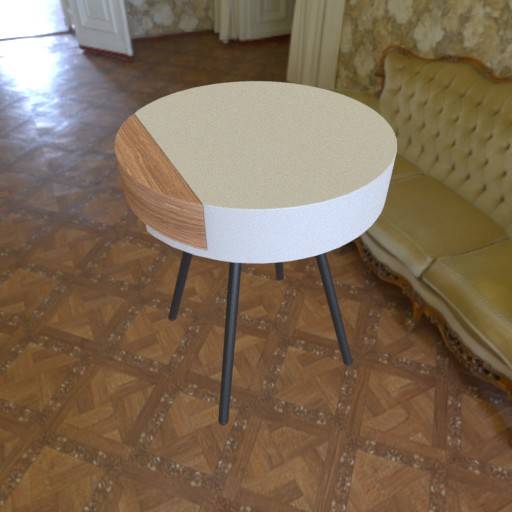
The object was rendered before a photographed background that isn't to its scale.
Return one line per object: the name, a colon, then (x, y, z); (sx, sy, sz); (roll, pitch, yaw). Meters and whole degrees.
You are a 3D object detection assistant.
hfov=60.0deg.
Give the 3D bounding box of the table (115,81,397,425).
table: (0.000, 0.000, 0.870); (0.450, 0.525, 0.450); (0, 41, 0)
